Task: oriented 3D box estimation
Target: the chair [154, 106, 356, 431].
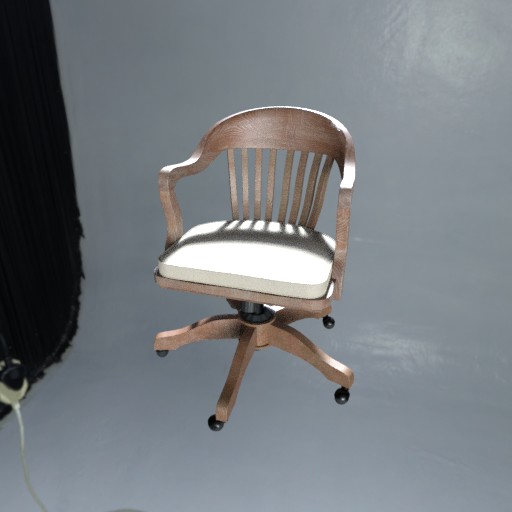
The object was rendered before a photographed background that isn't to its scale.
[{"bbox_3d":[0.000,0.000,1.518,0.750,0.878,0.788,7,27,15],"label":"chair"}]
